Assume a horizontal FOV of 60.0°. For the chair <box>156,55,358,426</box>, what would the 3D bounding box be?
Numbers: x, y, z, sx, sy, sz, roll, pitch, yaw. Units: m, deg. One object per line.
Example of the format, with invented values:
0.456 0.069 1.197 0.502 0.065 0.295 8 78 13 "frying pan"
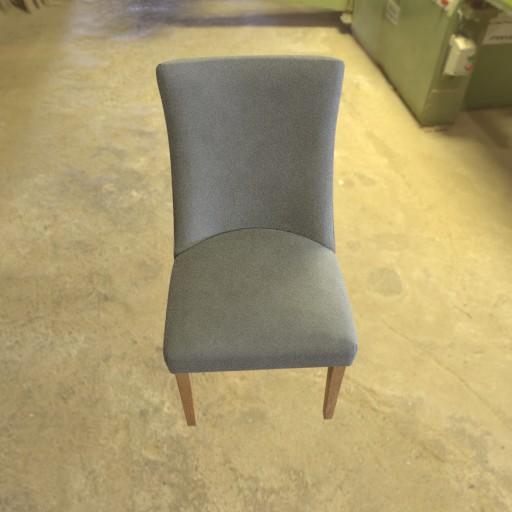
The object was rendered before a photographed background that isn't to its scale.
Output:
0.000 0.000 1.257 0.495 0.902 0.610 -2 46 -2 "chair"
